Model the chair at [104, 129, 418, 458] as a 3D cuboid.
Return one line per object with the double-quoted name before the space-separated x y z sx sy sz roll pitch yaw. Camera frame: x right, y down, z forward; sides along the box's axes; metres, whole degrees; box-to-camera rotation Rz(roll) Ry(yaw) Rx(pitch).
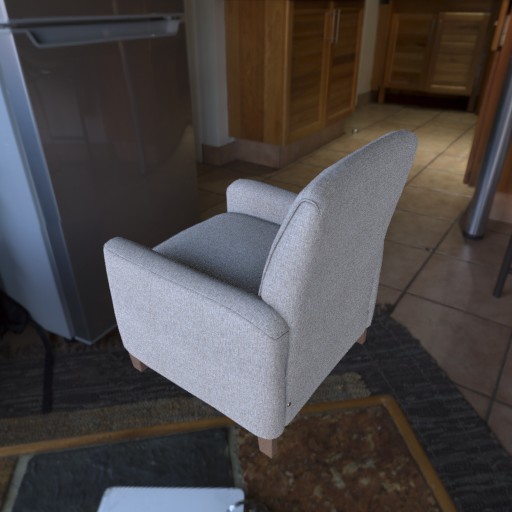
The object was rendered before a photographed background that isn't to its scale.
"chair" 0.000 0.000 1.691 0.864 1.014 0.848 21 37 31
